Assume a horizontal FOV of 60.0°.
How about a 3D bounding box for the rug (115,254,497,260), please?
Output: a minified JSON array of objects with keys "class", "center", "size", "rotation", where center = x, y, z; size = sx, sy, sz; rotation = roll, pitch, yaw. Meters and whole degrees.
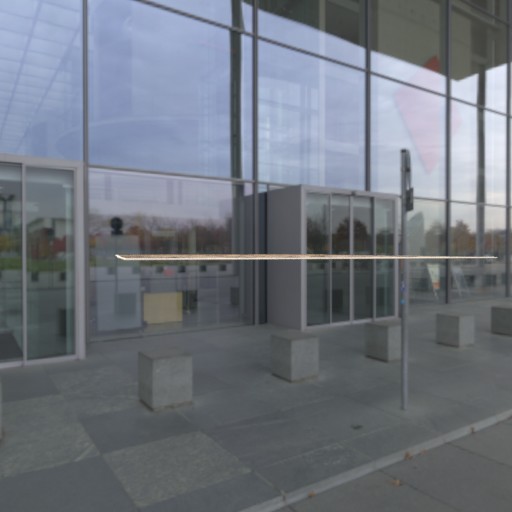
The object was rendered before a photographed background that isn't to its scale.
[{"class":"rug","center":[0.000,0.000,3.959],"size":[2.380,0.008,2.977],"rotation":[0,1,-18]}]
